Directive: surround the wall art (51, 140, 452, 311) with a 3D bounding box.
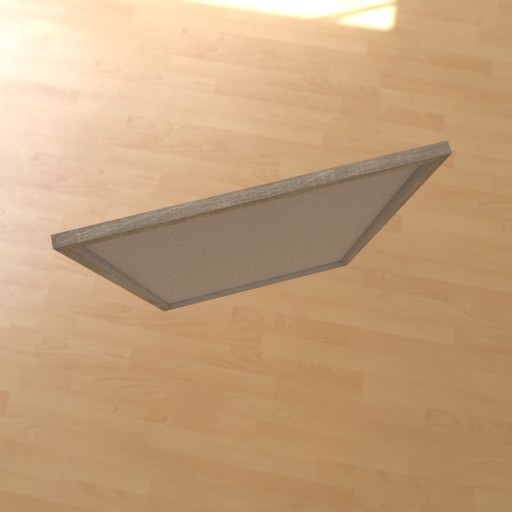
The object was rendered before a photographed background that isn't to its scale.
[{"bbox_3d":[0.000,0.000,1.339,0.781,1.022,0.035,-14,77,-3],"label":"wall art"}]
